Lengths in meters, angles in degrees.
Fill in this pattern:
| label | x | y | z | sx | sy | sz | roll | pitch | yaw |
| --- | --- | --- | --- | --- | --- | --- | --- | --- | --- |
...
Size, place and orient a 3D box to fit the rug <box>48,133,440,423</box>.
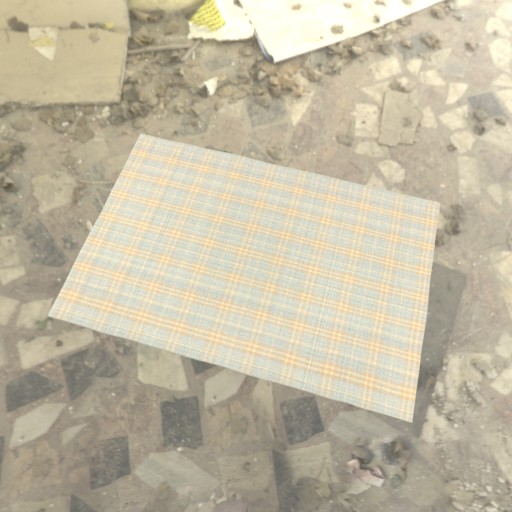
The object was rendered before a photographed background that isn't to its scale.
| label | x | y | z | sx | sy | sz | roll | pitch | yaw |
| --- | --- | --- | --- | --- | --- | --- | --- | --- | --- |
| rug | 0.000 | 0.000 | 2.371 | 1.835 | 0.012 | 1.231 | 15 | 65 | 7 |
